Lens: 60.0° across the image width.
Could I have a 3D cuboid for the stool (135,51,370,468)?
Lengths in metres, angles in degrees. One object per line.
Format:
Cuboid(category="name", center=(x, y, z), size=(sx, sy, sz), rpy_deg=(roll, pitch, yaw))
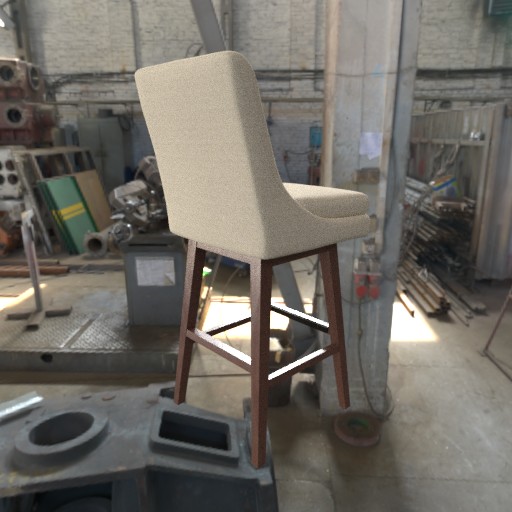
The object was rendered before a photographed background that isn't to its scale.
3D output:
Cuboid(category="stool", center=(0.000, 0.000, 1.395), size=(0.559, 1.093, 0.483), rpy_deg=(-14, 21, -41))
